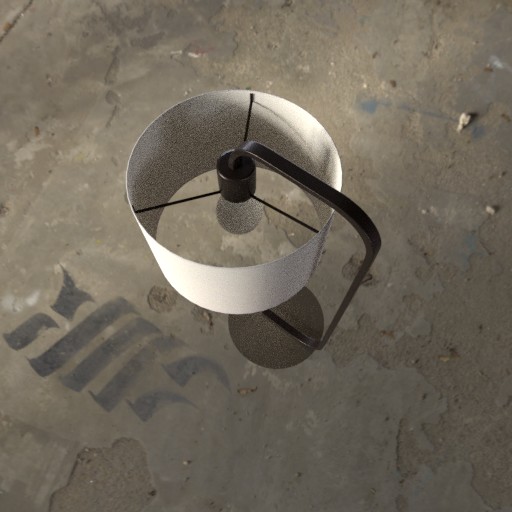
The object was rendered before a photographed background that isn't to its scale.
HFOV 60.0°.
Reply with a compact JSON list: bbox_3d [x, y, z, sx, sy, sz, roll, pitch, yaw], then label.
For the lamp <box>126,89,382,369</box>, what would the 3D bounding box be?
[{"bbox_3d":[0.000,0.000,0.626,0.288,0.473,0.230,35,70,15],"label":"lamp"}]
